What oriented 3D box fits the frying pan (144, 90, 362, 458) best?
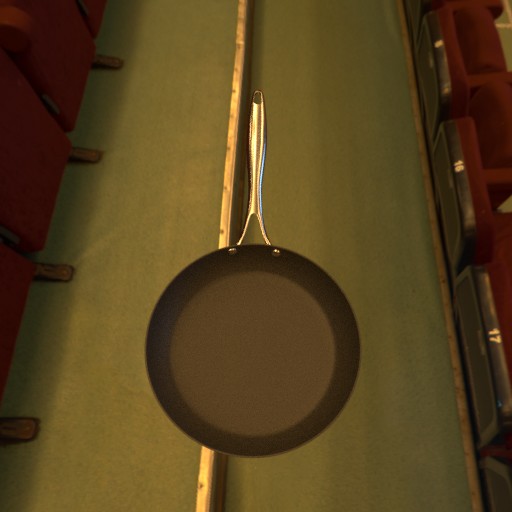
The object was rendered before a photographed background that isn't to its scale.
[{"bbox_3d":[0.000,0.000,0.569,0.255,0.105,0.472,2,64,1],"label":"frying pan"}]
